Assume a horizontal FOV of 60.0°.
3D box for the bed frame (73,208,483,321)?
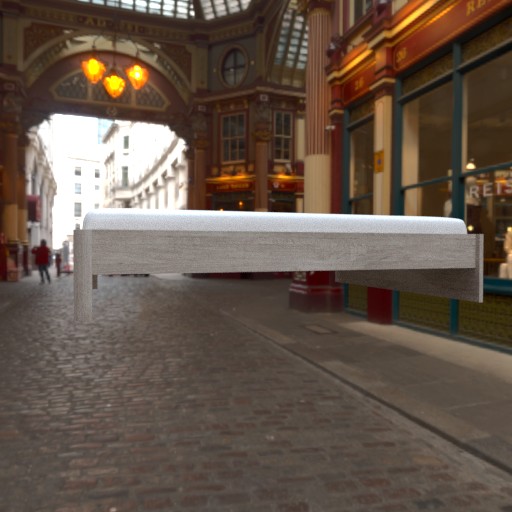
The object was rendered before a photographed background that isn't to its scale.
[{"bbox_3d":[0.000,0.000,2.659,1.950,0.462,1.490,0,1,-19],"label":"bed frame"}]
